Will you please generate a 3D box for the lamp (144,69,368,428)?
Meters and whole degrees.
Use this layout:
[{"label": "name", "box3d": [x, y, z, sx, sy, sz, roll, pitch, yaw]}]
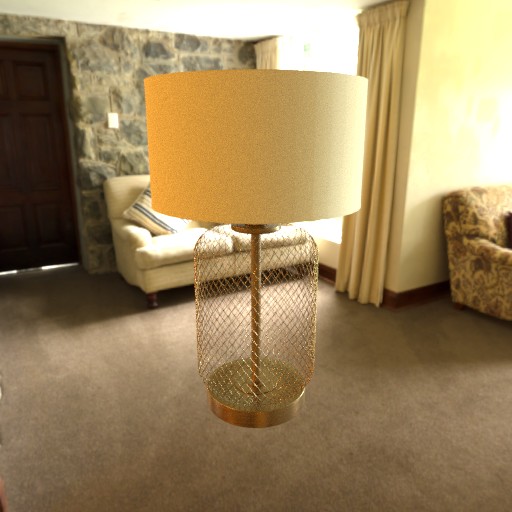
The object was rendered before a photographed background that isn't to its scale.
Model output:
[{"label": "lamp", "box3d": [0.000, 0.000, 0.792, 0.353, 0.578, 0.353, 0, 16, 0]}]
